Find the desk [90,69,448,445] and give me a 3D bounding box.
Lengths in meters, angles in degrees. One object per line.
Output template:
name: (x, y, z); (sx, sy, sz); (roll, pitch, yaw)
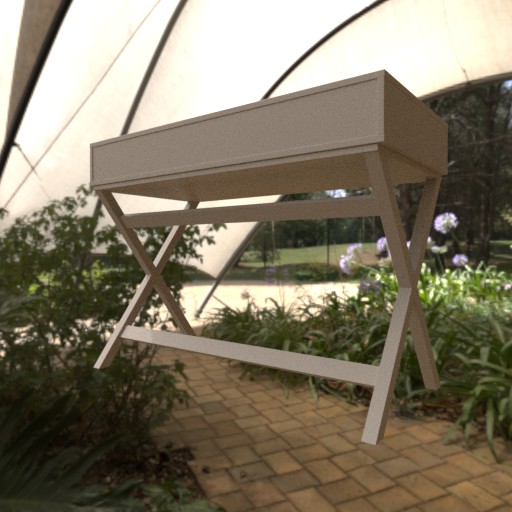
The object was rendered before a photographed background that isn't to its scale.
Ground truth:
desk: (0.000, 0.000, 1.440); (1.057, 0.780, 0.525); (1, 1, 37)
